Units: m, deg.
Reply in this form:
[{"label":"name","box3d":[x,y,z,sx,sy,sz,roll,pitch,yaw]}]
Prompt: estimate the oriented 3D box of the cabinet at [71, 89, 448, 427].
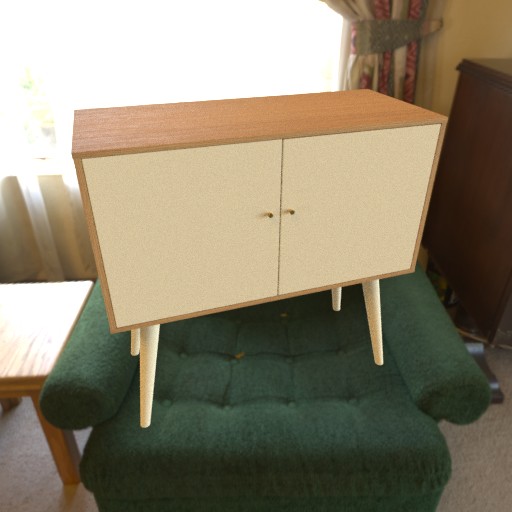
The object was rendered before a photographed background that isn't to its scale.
[{"label":"cabinet","box3d":[0.000,0.000,1.617,1.057,1.016,0.470,-10,32,-16]}]
